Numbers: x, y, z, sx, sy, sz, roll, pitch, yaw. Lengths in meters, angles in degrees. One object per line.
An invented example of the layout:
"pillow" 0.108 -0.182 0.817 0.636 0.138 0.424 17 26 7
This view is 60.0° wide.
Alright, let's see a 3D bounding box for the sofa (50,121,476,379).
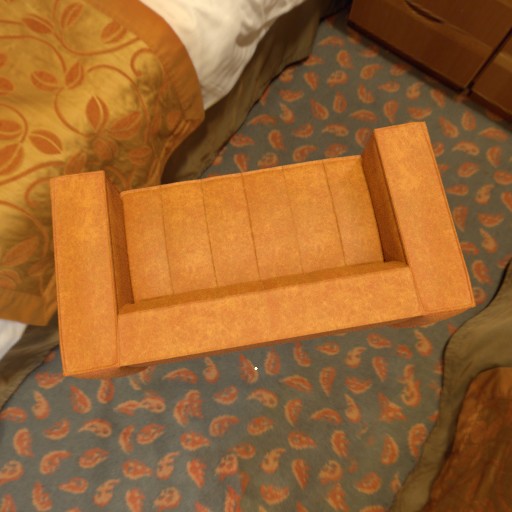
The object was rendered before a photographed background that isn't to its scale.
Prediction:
"sofa" 0.000 0.000 2.588 2.088 0.703 1.102 -9 76 -2
